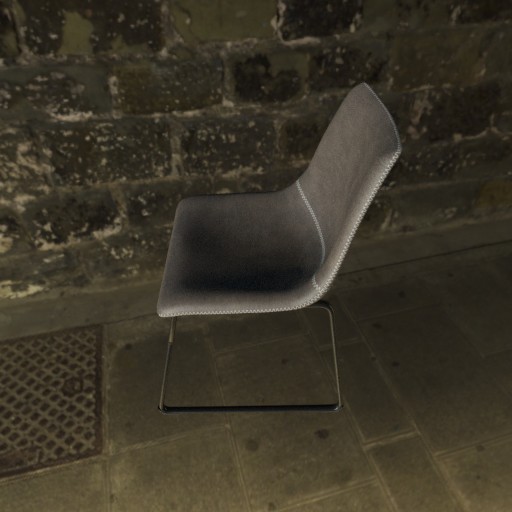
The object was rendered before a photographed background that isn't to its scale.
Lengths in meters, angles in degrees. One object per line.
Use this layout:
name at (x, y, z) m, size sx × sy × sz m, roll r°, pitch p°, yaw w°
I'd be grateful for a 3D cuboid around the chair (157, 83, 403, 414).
chair at (0.000, 0.000, 1.151) m, size 0.550 × 0.780 × 0.460 m, roll -1°, pitch 41°, yaw -1°
